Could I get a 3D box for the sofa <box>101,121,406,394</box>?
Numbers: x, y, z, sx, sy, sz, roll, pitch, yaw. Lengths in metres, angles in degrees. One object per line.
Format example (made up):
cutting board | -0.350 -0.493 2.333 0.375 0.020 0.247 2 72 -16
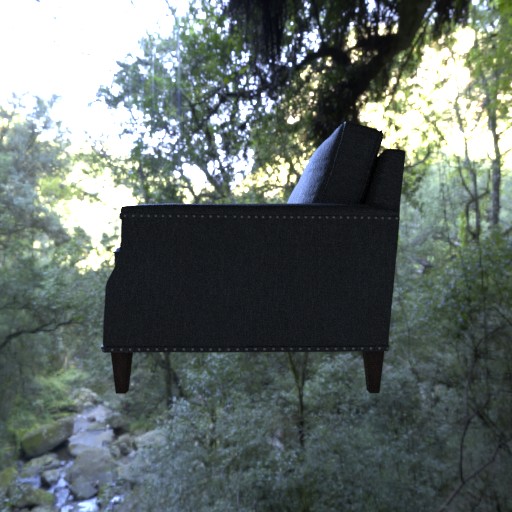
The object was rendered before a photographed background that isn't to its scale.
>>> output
sofa | 0.000 0.000 2.302 1.084 1.003 1.597 0 -2 0
